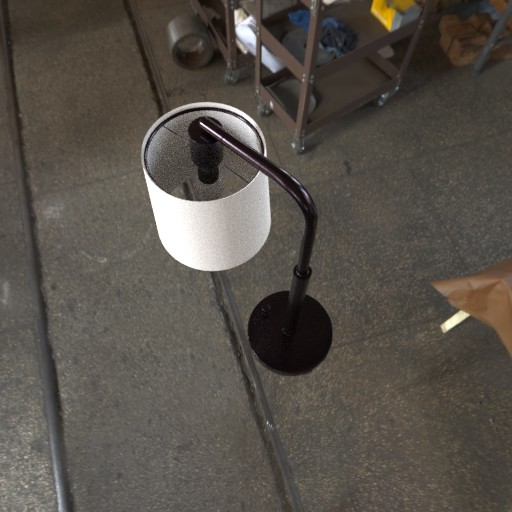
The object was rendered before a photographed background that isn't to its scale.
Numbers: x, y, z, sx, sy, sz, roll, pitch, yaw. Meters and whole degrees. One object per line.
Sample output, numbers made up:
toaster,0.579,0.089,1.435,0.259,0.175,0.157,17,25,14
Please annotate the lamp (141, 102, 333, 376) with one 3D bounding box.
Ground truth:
lamp,0.000,0.000,0.674,0.333,0.489,0.171,35,69,16
